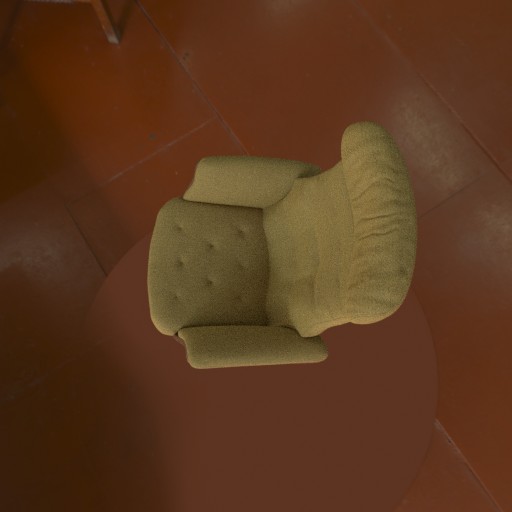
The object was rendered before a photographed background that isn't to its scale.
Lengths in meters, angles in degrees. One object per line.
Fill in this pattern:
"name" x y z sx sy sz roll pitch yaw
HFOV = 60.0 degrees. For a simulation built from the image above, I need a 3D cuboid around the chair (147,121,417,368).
"chair" 0.000 0.000 1.585 0.837 0.995 0.785 1 76 0
